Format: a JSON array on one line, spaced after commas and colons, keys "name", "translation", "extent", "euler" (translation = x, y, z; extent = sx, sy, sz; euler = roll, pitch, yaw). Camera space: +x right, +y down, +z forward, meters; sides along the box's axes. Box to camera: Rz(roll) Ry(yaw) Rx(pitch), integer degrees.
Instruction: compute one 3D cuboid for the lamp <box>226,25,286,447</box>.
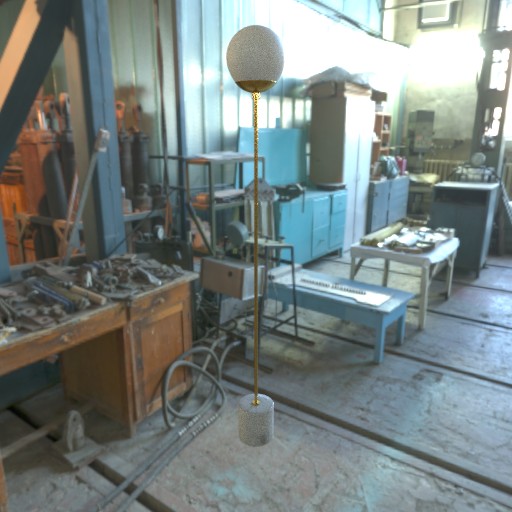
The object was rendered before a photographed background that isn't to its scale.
[{"name": "lamp", "translation": [0.000, 0.000, 1.857], "extent": [0.224, 1.753, 0.224], "euler": [-2, 15, -9]}]
